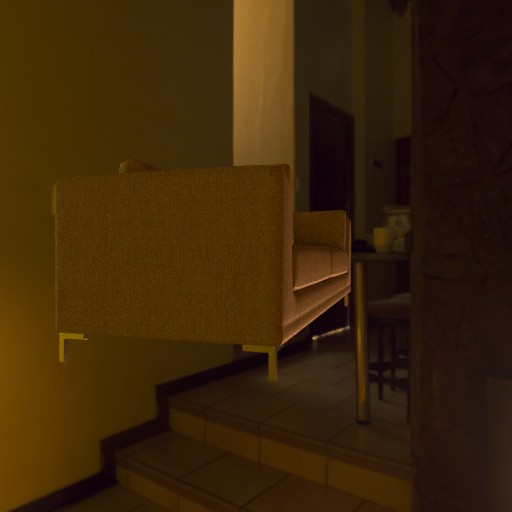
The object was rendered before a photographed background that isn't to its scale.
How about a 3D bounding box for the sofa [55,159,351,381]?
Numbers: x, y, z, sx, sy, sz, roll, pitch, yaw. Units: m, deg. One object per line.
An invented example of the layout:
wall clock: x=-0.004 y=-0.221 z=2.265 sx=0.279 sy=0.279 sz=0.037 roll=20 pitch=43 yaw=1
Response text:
sofa: x=0.000 y=0.000 z=2.820 sx=0.969 sy=0.867 sz=2.415 roll=0 pitch=0 yaw=18
